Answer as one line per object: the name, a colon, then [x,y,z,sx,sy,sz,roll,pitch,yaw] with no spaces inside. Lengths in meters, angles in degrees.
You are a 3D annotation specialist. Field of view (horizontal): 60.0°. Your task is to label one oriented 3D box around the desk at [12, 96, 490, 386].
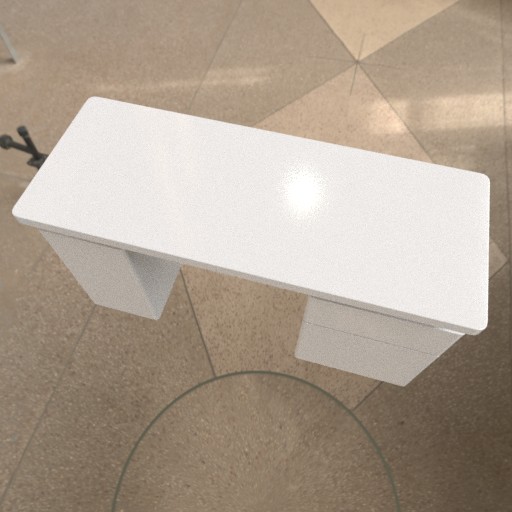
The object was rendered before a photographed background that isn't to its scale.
desk: [0.000,0.000,1.706,1.400,0.762,0.550,13,61,8]
